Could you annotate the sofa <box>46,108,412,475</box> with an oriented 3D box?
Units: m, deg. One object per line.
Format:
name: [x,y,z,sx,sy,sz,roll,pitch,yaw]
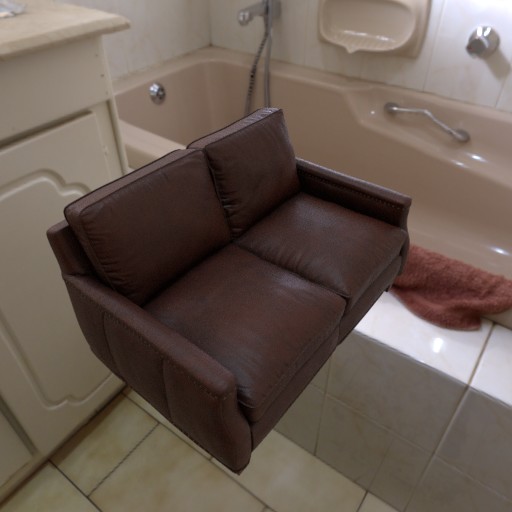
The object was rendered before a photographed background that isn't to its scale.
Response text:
sofa: [0.000,0.000,2.269,1.083,1.003,1.628,27,47,29]
